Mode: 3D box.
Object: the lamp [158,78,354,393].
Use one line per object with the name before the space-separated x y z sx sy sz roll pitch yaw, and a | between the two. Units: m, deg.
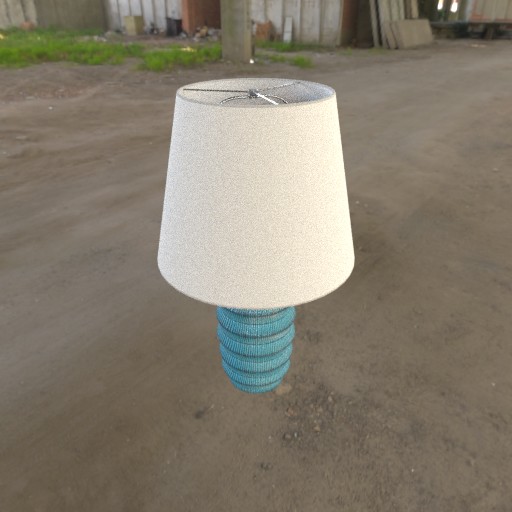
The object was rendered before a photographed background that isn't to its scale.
lamp | 0.000 0.000 0.817 0.355 0.582 0.355 0 30 0
